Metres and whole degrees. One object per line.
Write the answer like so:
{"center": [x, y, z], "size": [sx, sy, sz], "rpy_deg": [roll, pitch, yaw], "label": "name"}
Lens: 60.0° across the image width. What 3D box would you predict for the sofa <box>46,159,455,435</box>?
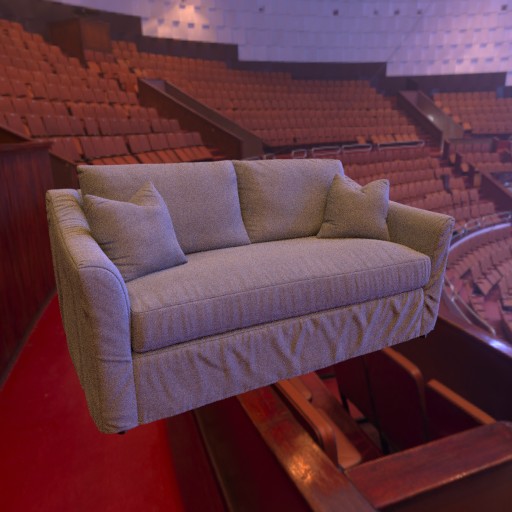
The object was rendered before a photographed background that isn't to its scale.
{"center": [0.000, 0.000, 2.478], "size": [2.010, 1.018, 1.072], "rpy_deg": [-9, 18, -28], "label": "sofa"}
